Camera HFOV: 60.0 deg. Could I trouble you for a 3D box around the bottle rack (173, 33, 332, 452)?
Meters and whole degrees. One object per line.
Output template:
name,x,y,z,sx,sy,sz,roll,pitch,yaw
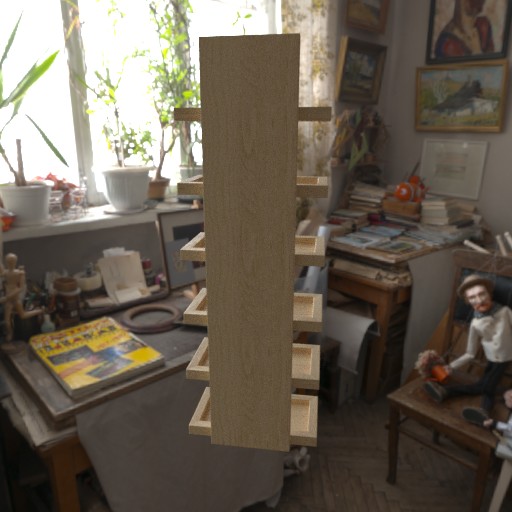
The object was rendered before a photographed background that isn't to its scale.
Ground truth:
bottle rack,0.000,0.000,1.080,0.330,0.943,0.206,2,16,8
